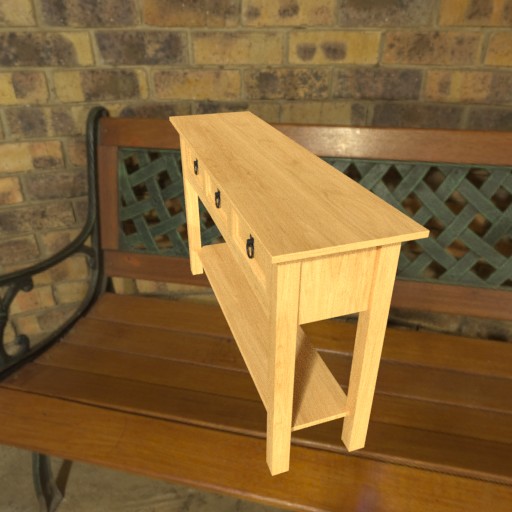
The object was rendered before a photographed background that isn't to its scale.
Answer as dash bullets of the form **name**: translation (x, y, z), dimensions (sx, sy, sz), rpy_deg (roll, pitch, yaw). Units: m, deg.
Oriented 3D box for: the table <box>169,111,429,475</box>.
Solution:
- **table**: translation (0.000, 0.000, 1.564), dimensions (0.350, 0.730, 1.240), rpy_deg (-9, 31, -16)
